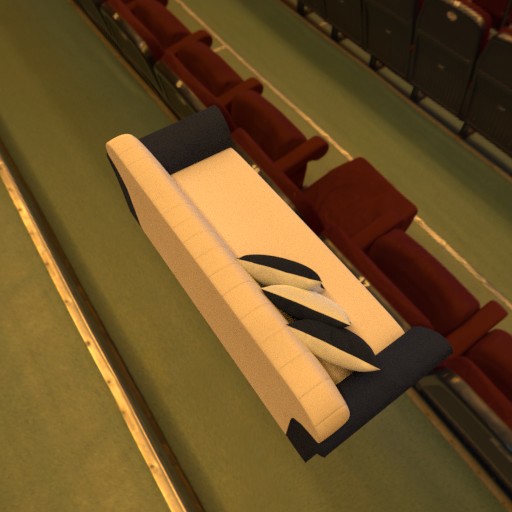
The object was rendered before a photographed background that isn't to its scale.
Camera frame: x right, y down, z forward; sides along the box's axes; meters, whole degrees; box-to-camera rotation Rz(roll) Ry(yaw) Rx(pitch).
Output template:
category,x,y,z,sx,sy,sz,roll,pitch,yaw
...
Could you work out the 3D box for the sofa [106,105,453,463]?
category,x,y,z,sx,sy,sz,roll,pitch,yaw
sofa,0.000,0.000,2.429,0.749,0.789,2.006,-31,63,-18
